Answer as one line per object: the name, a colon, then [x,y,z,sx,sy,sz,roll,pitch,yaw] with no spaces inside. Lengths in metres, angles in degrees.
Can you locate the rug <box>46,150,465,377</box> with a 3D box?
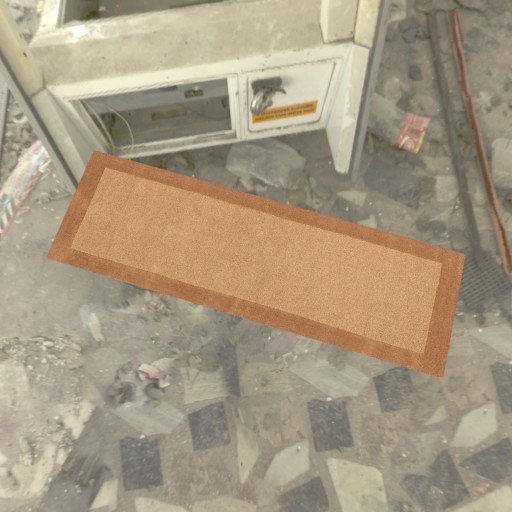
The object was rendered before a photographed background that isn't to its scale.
rug: [0.000,0.000,2.699,2.439,0.017,0.764,16,75,4]
